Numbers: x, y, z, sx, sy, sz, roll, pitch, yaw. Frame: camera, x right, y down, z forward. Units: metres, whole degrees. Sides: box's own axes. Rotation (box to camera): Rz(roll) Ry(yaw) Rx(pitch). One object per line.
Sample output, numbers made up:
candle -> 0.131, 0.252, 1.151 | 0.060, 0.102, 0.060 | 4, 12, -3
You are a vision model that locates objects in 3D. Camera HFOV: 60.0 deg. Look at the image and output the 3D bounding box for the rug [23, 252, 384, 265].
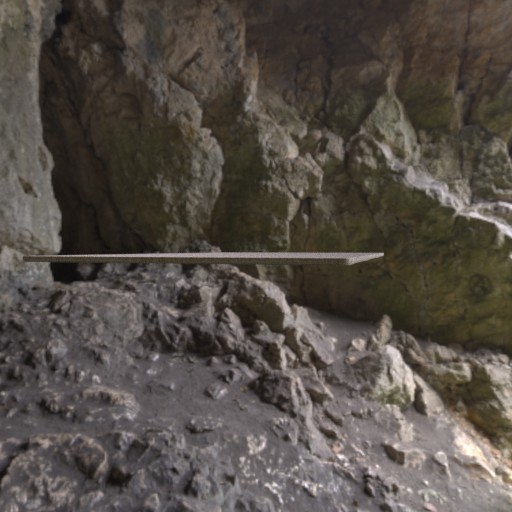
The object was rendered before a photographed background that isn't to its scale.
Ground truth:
rug -> 0.000, 0.000, 2.909 | 1.500, 0.026, 2.349 | 0, 1, 19
